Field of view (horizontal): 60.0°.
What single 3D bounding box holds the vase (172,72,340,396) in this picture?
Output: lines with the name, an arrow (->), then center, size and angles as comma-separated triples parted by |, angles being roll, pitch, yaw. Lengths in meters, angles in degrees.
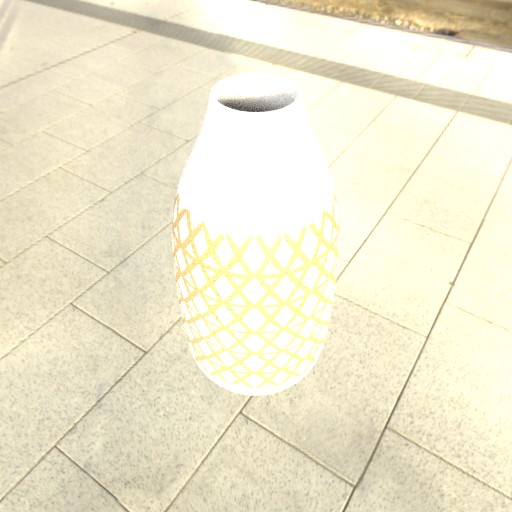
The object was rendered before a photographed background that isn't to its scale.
vase -> 0.000, 0.000, 0.494 | 0.186, 0.380, 0.186 | 0, 45, 0
